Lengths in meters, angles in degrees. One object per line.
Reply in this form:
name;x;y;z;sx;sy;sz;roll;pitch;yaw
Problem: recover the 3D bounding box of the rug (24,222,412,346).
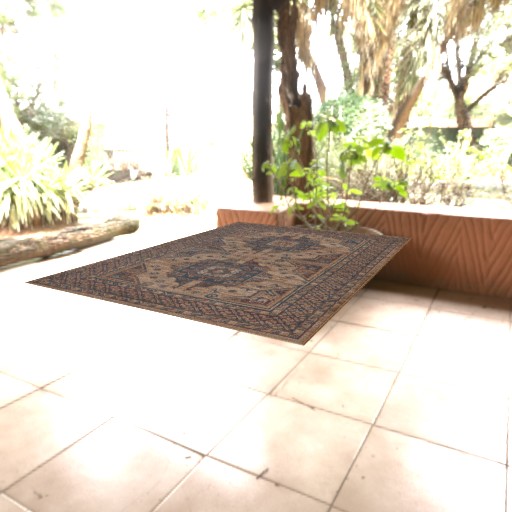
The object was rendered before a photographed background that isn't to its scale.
rug;0.000;0.000;2.944;1.611;0.008;2.227;7;16;28
